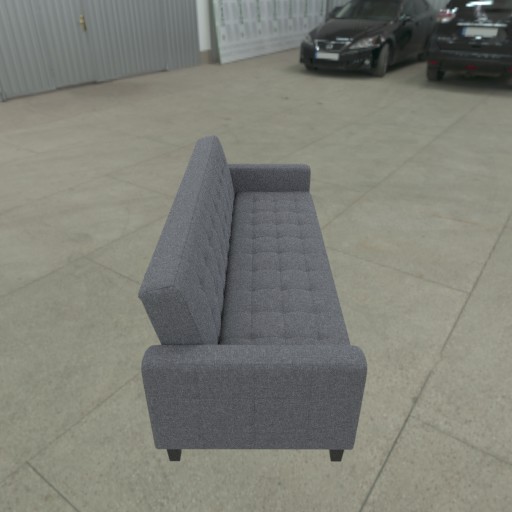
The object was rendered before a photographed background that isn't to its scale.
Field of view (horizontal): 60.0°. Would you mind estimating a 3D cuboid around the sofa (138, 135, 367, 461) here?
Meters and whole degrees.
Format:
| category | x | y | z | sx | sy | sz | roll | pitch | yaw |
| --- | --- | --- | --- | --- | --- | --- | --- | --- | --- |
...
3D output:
| category | x | y | z | sx | sy | sz | roll | pitch | yaw |
| --- | --- | --- | --- | --- | --- | --- | --- | --- | --- |
| sofa | 0.000 | 0.000 | 2.462 | 0.810 | 0.850 | 2.040 | 0 | 31 | 0 |
